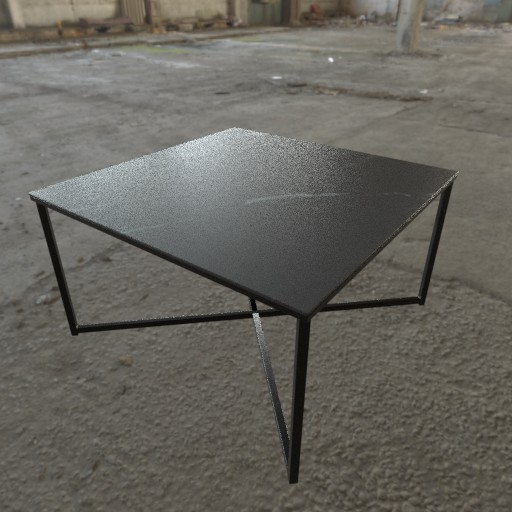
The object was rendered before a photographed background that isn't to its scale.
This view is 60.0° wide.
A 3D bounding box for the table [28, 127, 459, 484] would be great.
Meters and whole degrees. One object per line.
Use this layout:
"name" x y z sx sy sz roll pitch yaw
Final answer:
"table" 0.000 0.000 1.269 0.800 0.450 0.800 21 36 31
